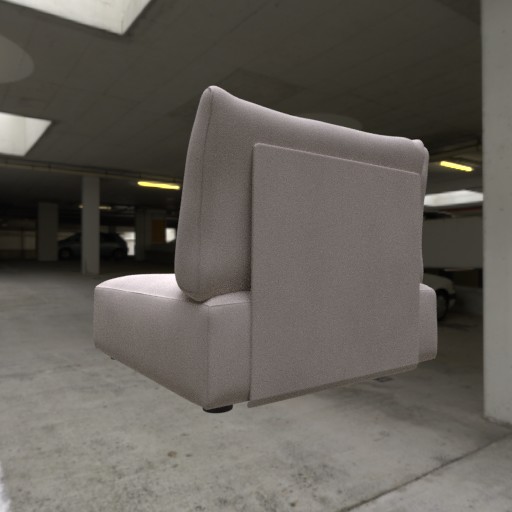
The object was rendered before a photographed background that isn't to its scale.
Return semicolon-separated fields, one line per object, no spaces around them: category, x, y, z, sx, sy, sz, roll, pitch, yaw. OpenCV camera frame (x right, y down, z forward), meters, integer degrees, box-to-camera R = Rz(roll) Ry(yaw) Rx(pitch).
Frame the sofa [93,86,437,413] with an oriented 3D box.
sofa;0.000;0.000;1.723;1.000;0.820;1.000;0;-1;-36
